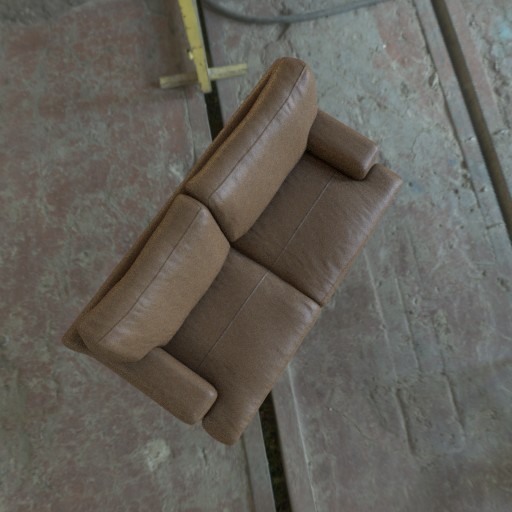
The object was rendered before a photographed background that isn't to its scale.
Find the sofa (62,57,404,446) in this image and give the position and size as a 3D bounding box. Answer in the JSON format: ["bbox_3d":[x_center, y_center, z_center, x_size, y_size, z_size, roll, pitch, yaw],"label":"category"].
[{"bbox_3d":[0.000,0.000,2.448,0.962,0.980,1.855,33,79,8],"label":"sofa"}]
